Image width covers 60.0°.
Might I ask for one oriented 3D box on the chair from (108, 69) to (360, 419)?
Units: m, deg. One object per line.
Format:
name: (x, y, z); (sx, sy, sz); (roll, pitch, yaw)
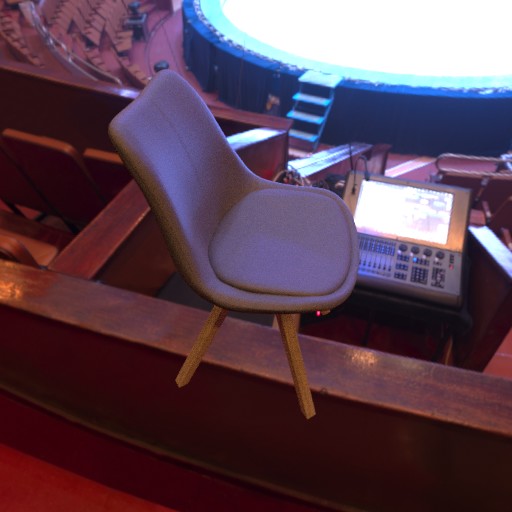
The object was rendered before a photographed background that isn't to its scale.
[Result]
chair: (0.000, 0.000, 1.209); (0.547, 0.865, 0.483); (9, 46, 9)
